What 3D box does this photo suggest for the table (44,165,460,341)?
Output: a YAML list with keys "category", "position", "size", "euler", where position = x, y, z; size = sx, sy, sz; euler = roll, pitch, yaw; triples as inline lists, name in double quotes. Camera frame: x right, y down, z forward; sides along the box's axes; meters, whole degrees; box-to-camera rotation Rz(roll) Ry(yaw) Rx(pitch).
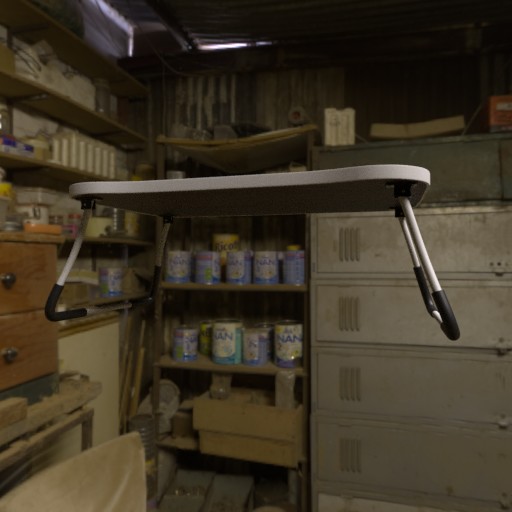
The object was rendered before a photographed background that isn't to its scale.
- category: "table"
  position: [0.000, 0.000, 0.834]
  size: [0.660, 0.232, 0.400]
  euler: [0, -1, 17]
